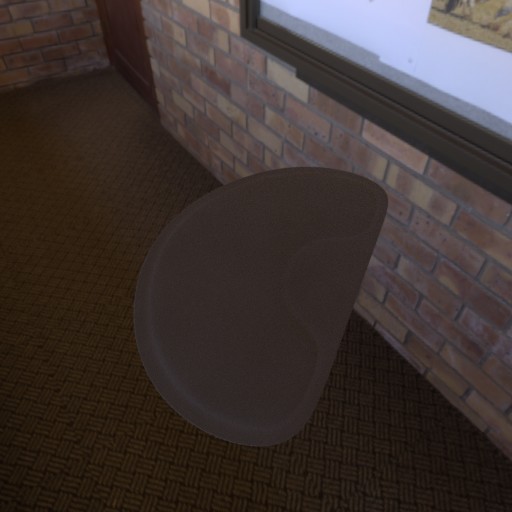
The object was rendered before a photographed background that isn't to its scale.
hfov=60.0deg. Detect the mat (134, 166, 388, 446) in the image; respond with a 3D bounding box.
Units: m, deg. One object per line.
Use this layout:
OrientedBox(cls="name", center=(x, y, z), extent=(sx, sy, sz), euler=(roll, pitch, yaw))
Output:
OrientedBox(cls="mat", center=(0.000, 0.000, 1.913), extent=(0.913, 0.013, 1.524), euler=(18, 48, 16))
